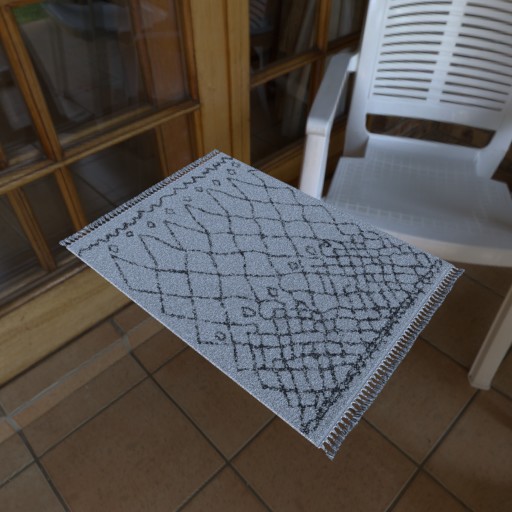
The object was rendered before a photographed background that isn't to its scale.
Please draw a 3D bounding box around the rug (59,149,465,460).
[{"bbox_3d":[0.000,0.000,3.062,2.312,0.017,1.613,31,53,27],"label":"rug"}]
